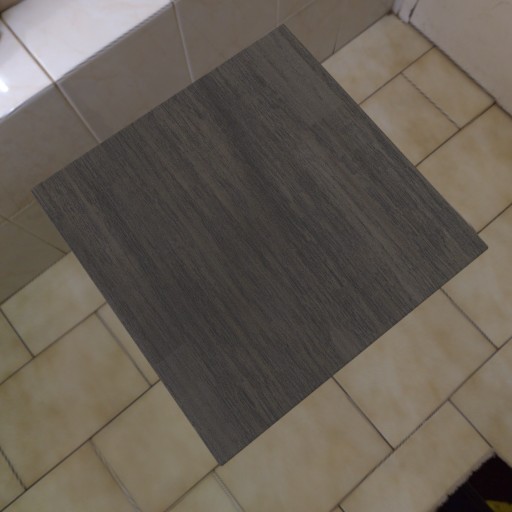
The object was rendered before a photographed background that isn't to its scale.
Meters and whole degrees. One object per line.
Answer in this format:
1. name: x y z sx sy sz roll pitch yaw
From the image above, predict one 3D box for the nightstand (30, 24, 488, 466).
1. nightstand: 0.000 0.000 0.917 0.503 0.497 0.502 -37 79 -8
